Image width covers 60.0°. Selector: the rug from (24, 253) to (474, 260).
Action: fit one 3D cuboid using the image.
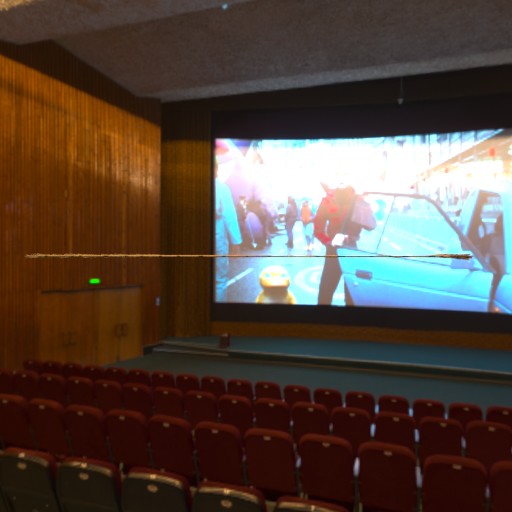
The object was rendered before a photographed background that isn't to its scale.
[{"bbox_3d":[0.000,0.000,2.448,2.023,0.028,1.224,0,0,18],"label":"rug"}]
